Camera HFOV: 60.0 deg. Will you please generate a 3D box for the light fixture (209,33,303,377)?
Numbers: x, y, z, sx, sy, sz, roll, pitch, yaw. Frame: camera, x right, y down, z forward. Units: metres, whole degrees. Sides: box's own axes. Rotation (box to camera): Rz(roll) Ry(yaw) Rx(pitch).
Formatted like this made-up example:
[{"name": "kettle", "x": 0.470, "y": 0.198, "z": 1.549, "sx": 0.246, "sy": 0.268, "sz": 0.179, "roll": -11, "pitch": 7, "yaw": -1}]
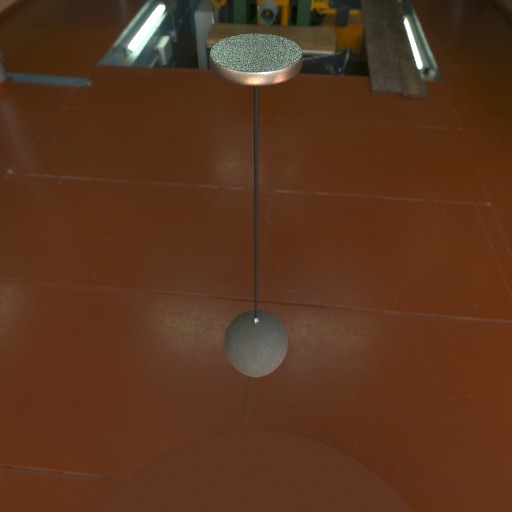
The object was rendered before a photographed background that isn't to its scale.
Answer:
[{"name": "light fixture", "x": 0.000, "y": 0.000, "z": 0.839, "sx": 0.153, "sy": 0.760, "sz": 0.153, "roll": 32, "pitch": 54, "yaw": 26}]
